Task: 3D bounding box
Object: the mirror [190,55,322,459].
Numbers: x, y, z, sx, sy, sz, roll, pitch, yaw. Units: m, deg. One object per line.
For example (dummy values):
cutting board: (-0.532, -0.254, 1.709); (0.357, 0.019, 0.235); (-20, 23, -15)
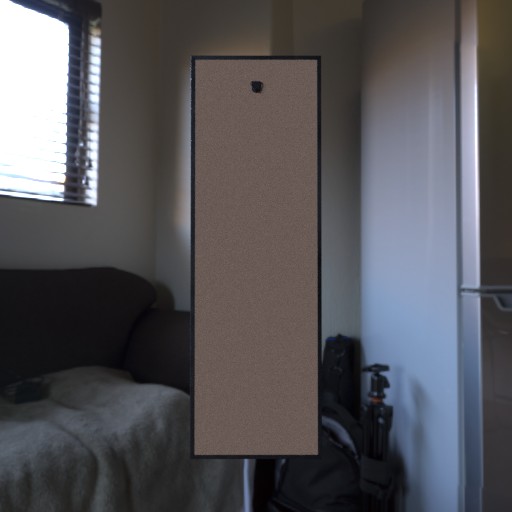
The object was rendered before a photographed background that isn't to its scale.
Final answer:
mirror: (0.000, 0.000, 1.193); (0.354, 1.080, 0.042); (0, -1, 0)
